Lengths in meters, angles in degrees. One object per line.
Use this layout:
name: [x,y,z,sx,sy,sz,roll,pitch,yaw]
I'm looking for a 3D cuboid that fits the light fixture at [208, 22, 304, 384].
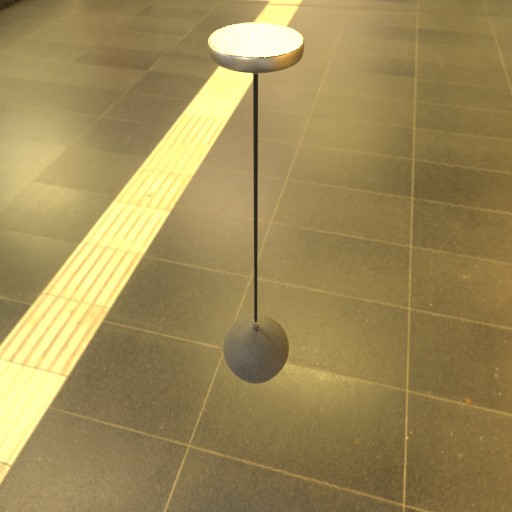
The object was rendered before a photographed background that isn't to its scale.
light fixture: [0.000,0.000,0.815,0.153,0.760,0.153,-3,45,-3]
